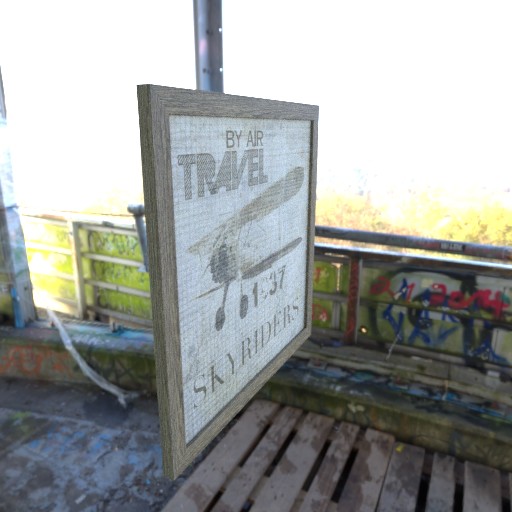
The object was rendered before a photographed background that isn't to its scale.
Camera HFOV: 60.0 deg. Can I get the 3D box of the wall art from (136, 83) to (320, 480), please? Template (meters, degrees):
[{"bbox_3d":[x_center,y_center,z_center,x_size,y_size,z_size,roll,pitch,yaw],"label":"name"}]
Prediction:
[{"bbox_3d":[0.000,0.000,0.754,0.019,0.508,0.508,8,18,27],"label":"wall art"}]
